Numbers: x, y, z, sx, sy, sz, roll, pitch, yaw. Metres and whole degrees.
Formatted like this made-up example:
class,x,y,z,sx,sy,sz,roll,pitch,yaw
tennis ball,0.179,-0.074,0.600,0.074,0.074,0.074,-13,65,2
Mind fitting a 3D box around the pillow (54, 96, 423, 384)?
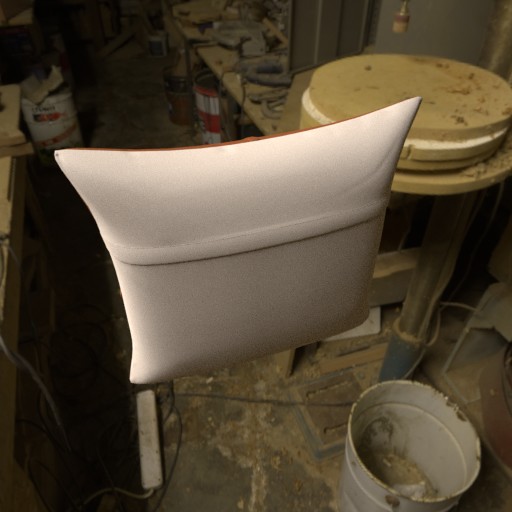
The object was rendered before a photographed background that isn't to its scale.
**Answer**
class,x,y,z,sx,sy,sz,roll,pitch,yaw
pillow,0.000,0.000,0.733,0.501,0.477,0.192,-13,43,-14
